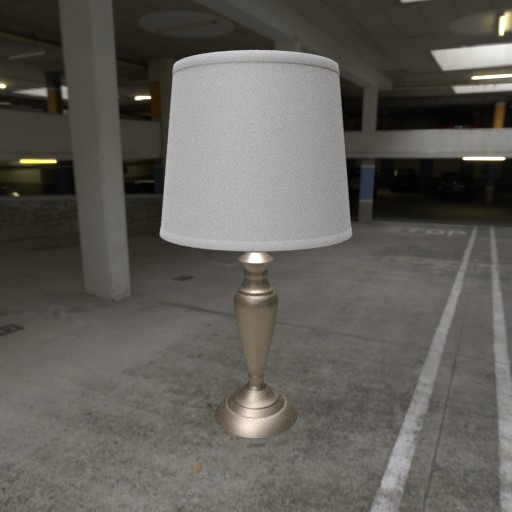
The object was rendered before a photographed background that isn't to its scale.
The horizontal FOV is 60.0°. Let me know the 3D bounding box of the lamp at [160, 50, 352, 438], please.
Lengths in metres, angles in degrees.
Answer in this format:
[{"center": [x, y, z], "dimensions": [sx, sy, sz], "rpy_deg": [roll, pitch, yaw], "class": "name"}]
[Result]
[{"center": [0.000, 0.000, 0.783], "dimensions": [0.328, 0.619, 0.328], "rpy_deg": [0, 13, 0], "class": "lamp"}]
